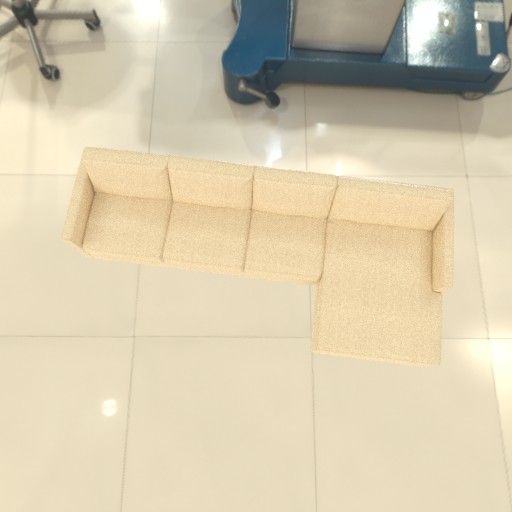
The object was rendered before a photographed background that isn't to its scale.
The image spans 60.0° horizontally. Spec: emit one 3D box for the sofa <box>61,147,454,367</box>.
[{"bbox_3d":[0.000,0.000,4.145,3.471,0.954,1.603,7,75,2],"label":"sofa"}]
